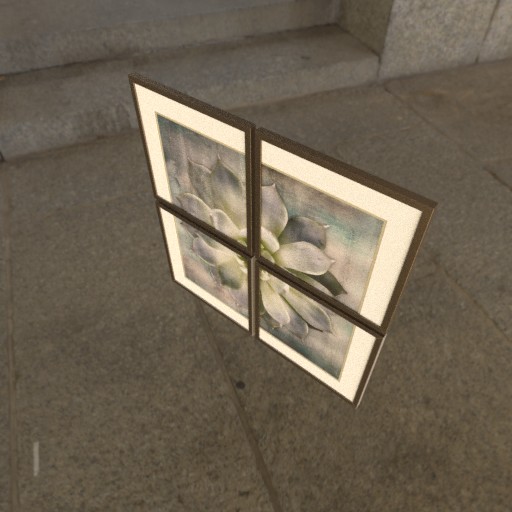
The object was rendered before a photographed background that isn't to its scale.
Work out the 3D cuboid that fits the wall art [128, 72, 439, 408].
[{"bbox_3d":[0.000,0.000,1.581,1.032,1.032,0.030,31,54,25],"label":"wall art"}]
